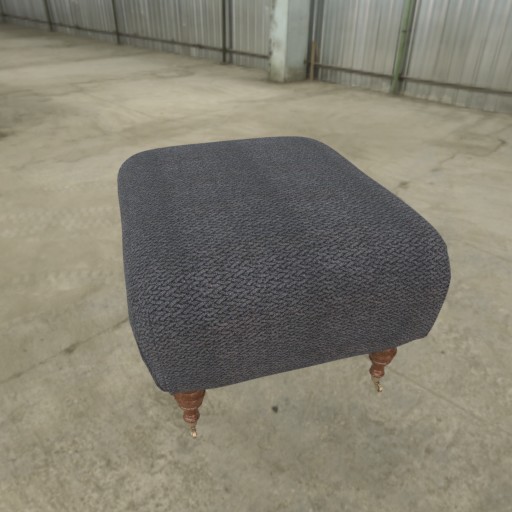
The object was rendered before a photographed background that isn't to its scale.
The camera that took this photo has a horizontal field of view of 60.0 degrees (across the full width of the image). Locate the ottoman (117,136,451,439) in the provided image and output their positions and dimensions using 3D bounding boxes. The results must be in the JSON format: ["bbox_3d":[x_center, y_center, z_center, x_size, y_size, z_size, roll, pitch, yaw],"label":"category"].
[{"bbox_3d":[0.000,0.000,1.117,0.622,0.450,0.747,-9,33,-14],"label":"ottoman"}]
